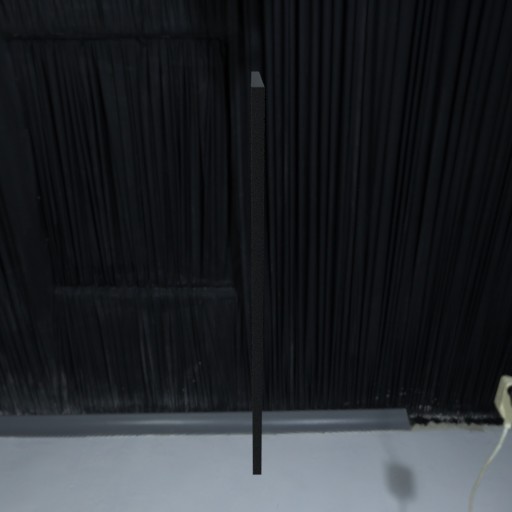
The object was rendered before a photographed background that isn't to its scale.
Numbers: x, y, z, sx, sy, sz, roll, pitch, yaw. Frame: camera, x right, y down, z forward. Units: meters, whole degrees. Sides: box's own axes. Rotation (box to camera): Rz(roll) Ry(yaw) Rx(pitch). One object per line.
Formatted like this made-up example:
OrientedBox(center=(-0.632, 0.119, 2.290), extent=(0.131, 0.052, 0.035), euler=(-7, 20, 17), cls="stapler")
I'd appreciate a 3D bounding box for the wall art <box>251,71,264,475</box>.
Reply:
OrientedBox(center=(0.000, 0.000, 0.612), extent=(0.011, 0.459, 0.326), euler=(0, 25, 0), cls="wall art")
